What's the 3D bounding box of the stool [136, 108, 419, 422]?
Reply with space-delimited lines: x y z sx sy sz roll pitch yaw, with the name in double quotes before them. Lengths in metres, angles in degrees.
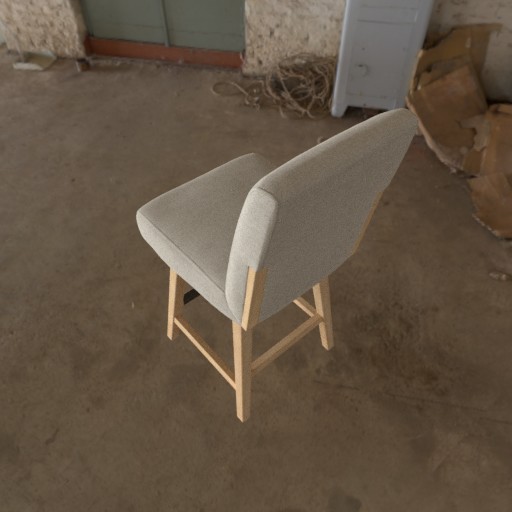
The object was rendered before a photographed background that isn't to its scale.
"stool" 0.000 0.000 1.414 0.507 1.085 0.606 -32 55 -27
